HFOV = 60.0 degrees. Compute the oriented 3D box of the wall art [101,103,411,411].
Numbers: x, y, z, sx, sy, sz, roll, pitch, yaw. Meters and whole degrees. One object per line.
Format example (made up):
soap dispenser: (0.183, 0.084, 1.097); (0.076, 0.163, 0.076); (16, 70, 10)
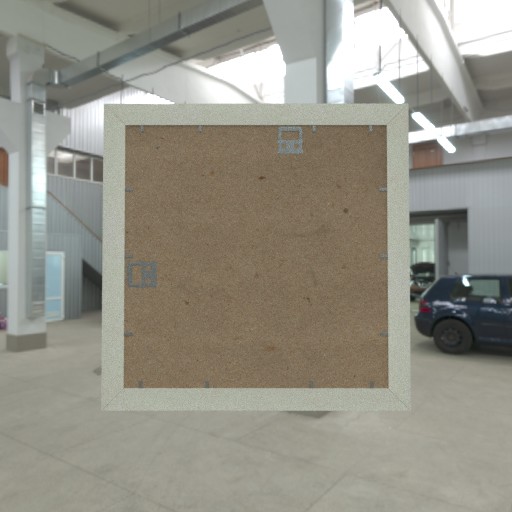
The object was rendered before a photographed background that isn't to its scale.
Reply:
wall art: (0.000, 0.000, 0.852); (0.584, 0.584, 0.013); (0, -1, 0)
